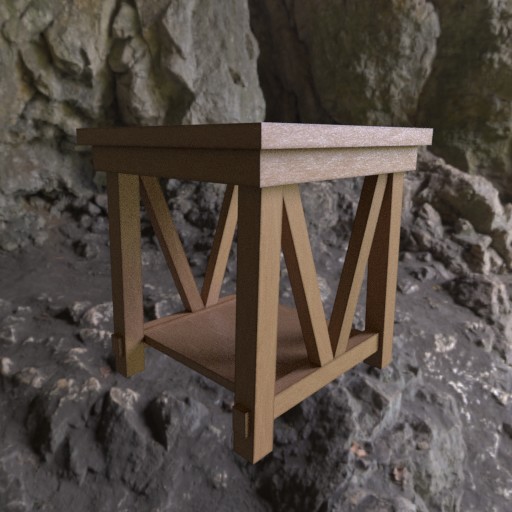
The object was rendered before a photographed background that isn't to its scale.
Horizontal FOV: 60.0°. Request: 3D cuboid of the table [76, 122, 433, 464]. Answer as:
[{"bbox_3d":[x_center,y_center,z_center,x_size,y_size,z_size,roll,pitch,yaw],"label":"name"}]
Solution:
[{"bbox_3d":[0.000,0.000,1.153,0.610,0.638,0.612,14,20,42],"label":"table"}]
